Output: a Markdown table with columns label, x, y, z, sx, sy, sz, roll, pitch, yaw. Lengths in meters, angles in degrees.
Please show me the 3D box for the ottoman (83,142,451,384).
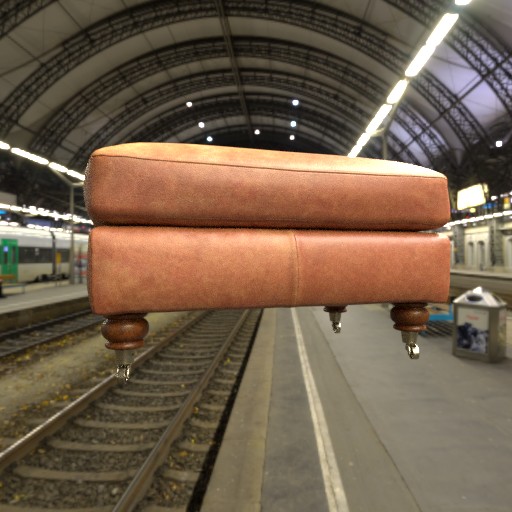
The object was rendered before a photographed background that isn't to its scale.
| label | x | y | z | sx | sy | sz | roll | pitch | yaw |
| --- | --- | --- | --- | --- | --- | --- | --- | --- | --- |
| ottoman | 0.000 | 0.000 | 1.192 | 0.852 | 0.507 | 0.565 | 0 | 0 | -18 |
